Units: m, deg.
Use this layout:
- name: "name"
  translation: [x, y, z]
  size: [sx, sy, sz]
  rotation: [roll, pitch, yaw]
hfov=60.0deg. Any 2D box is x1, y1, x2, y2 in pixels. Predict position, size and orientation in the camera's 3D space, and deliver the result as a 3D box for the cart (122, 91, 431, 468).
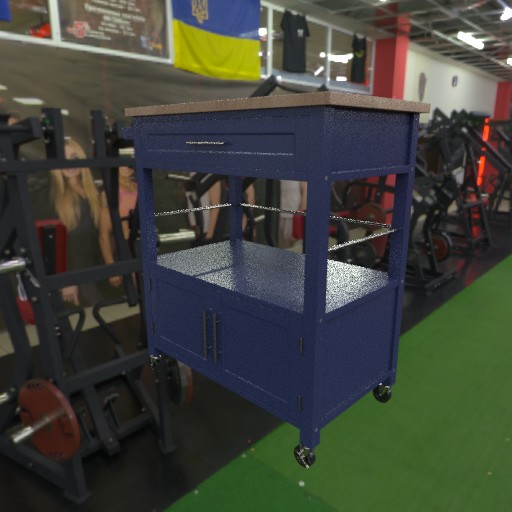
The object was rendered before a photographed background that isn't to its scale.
- name: "cart"
  translation: [0.000, 0.000, 1.408]
  size: [0.840, 0.901, 0.459]
  rotation: [14, 20, 42]
